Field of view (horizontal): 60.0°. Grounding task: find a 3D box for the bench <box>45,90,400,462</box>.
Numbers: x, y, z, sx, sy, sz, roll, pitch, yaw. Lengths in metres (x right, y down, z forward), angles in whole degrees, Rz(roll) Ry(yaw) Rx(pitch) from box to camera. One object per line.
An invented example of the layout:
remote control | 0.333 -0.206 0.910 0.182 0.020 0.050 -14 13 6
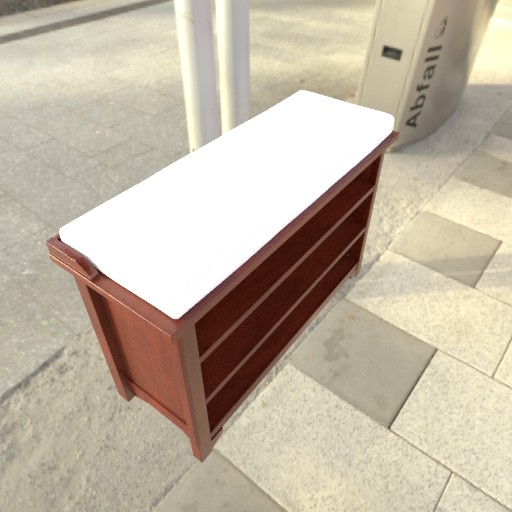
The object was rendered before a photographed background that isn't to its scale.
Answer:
bench | 0.000 0.000 1.334 0.369 0.646 0.987 27 48 27
